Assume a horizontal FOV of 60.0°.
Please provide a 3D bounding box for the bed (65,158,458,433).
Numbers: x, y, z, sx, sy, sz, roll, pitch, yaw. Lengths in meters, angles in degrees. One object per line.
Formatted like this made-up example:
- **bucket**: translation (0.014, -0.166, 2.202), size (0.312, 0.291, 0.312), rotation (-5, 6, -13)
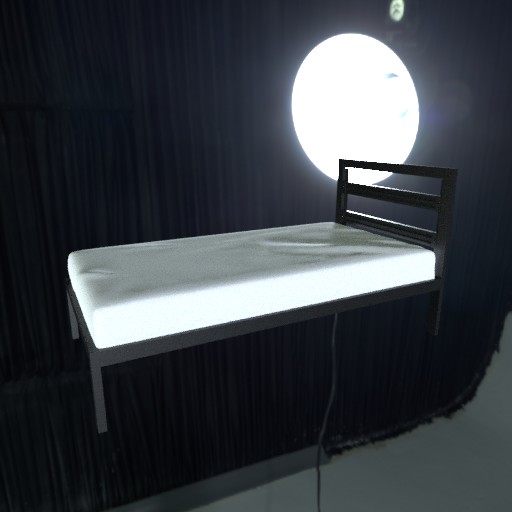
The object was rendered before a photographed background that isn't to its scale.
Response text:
- **bed**: translation (0.000, 0.000, 2.486), size (1.930, 0.967, 0.991), rotation (-8, 18, -26)
